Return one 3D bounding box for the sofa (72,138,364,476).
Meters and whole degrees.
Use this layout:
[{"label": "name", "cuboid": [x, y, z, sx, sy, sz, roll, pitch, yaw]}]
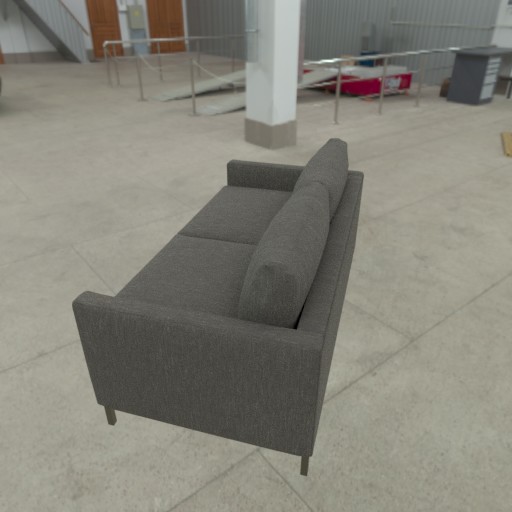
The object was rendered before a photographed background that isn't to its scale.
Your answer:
[{"label": "sofa", "cuboid": [0.000, 0.000, 2.172, 0.875, 0.840, 1.682, 8, 31, 14]}]
